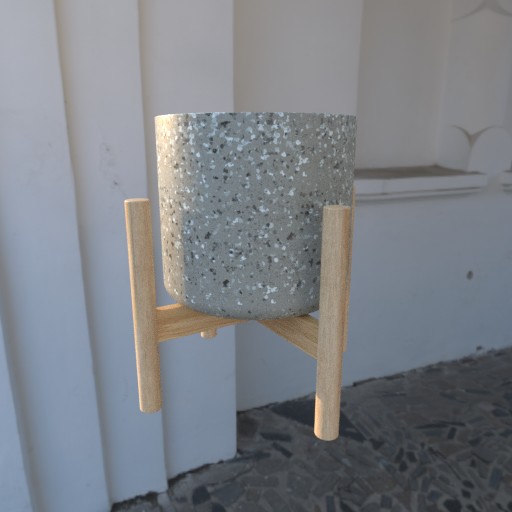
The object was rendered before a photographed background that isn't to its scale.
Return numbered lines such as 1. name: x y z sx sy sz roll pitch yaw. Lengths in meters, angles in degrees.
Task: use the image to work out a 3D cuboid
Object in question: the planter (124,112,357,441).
1. planter: 0.000 0.000 0.538 0.284 0.320 0.284 -2 15 -9
